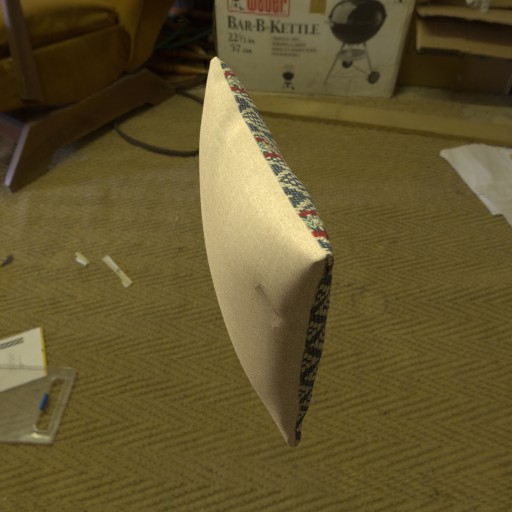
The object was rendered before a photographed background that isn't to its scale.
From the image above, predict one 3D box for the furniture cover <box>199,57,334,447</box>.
[{"bbox_3d":[0.000,0.000,0.673,0.139,0.431,0.431,-12,48,-11],"label":"furniture cover"}]
